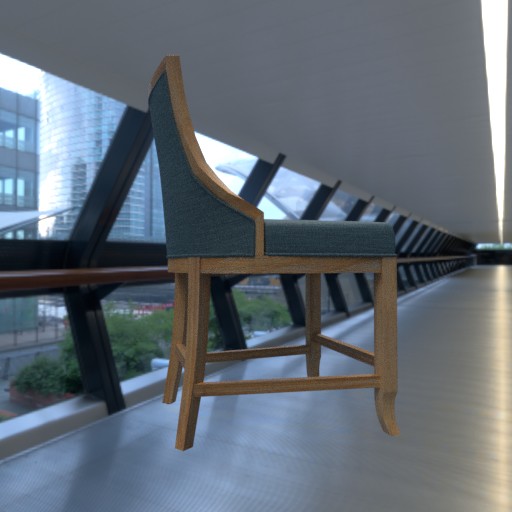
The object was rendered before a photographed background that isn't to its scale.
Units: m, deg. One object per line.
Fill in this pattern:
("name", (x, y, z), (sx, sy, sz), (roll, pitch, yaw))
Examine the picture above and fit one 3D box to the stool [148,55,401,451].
("stool", (0.000, 0.000, 1.316), (0.626, 0.938, 0.524), (0, -1, -17))
